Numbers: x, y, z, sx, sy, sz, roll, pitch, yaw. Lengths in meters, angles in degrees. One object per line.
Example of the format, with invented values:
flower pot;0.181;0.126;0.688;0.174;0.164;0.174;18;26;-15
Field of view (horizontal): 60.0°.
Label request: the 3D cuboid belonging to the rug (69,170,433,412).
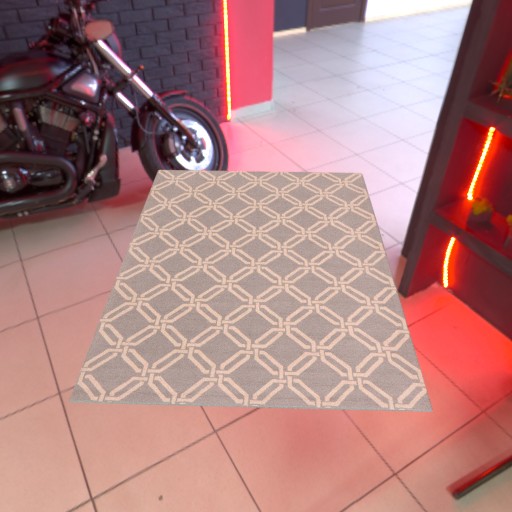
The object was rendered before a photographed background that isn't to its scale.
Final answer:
rug;0.000;0.000;3.871;2.288;0.018;2.895;1;41;1
